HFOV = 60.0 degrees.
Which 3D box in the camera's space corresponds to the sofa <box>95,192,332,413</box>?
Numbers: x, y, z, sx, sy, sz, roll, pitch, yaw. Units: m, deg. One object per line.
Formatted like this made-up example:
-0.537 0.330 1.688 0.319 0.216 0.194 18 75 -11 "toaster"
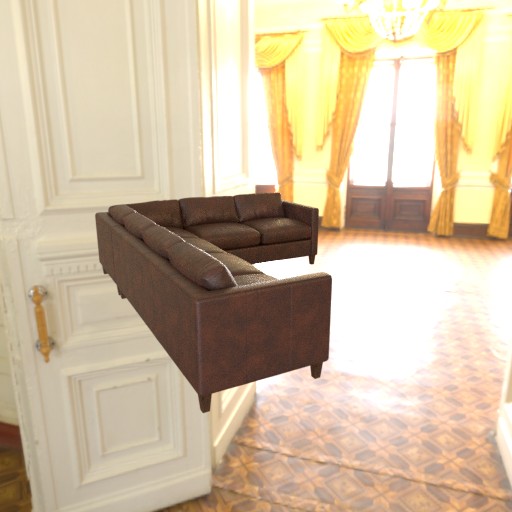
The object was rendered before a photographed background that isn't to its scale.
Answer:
0.000 0.000 4.268 2.438 0.836 3.152 -8 17 -27 "sofa"
